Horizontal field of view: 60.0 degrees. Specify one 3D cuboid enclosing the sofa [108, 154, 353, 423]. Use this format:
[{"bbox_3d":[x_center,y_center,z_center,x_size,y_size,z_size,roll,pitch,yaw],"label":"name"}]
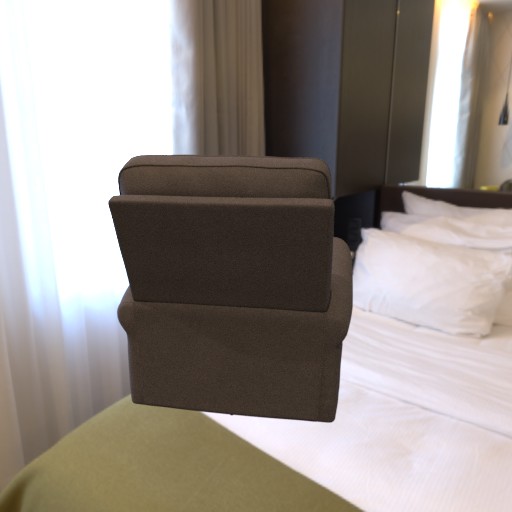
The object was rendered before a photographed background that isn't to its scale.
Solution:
[{"bbox_3d":[0.000,0.000,2.071,0.880,0.959,1.478,2,15,9],"label":"sofa"}]
